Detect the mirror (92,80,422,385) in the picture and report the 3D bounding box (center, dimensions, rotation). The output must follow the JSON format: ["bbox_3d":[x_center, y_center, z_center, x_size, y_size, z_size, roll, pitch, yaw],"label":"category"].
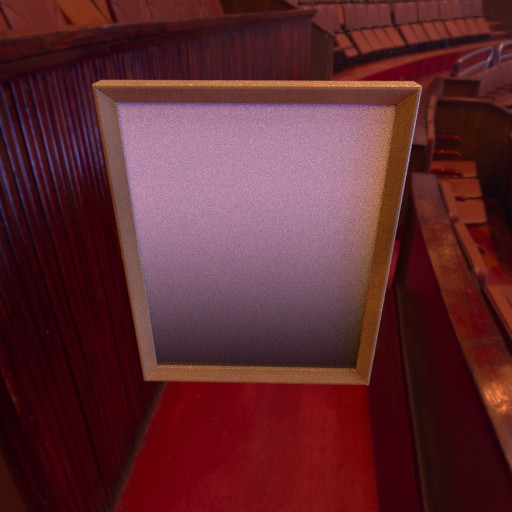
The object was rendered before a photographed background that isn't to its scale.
[{"bbox_3d":[0.000,0.000,0.689,0.406,0.509,0.041,1,30,1],"label":"mirror"}]
